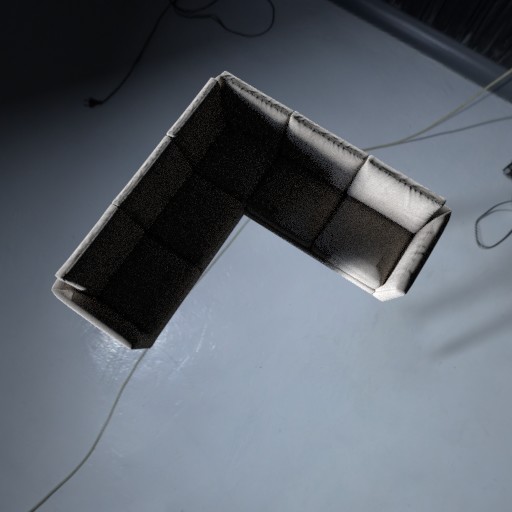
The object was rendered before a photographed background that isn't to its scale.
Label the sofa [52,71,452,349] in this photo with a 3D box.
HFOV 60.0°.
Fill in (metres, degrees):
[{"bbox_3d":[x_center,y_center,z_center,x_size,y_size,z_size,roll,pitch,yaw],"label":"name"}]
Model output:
[{"bbox_3d":[0.000,0.000,3.840,2.438,0.864,2.438,33,78,8],"label":"sofa"}]
